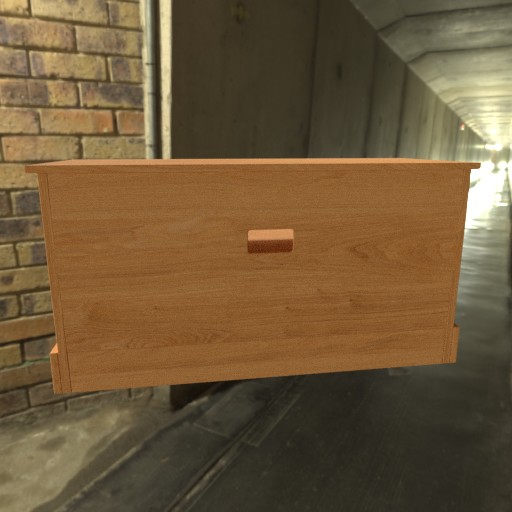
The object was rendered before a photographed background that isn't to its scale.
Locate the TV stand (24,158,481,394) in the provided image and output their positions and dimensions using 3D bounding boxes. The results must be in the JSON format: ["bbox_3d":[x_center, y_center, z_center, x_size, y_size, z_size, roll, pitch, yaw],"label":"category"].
[{"bbox_3d":[0.000,0.000,1.311,1.080,0.550,0.440,-2,14,-9],"label":"TV stand"}]
